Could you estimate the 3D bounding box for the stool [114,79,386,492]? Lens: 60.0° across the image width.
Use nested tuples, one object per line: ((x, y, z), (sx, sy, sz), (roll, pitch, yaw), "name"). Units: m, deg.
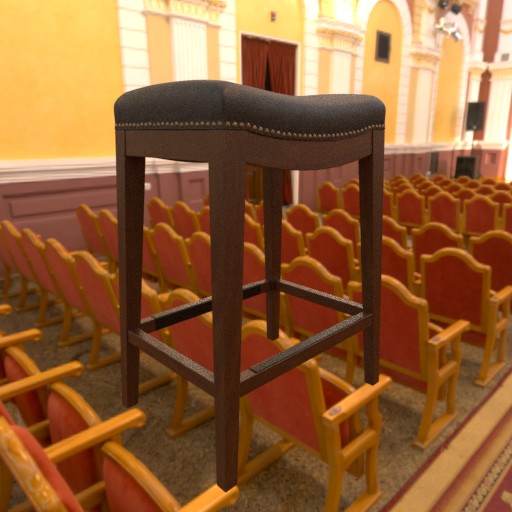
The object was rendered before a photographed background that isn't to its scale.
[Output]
((0.000, 0.000, 0.941), (0.490, 0.664, 0.353), (-15, 22, -42), "stool")
